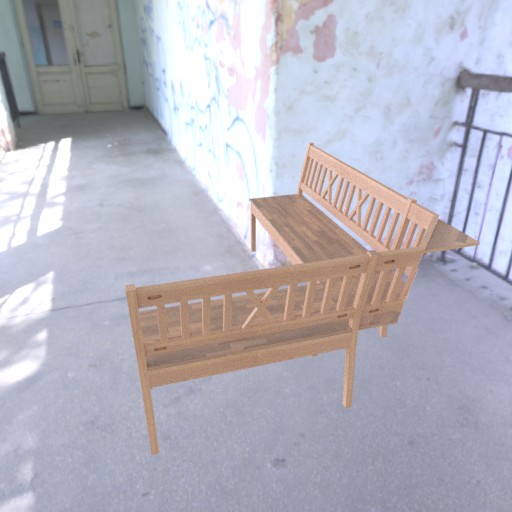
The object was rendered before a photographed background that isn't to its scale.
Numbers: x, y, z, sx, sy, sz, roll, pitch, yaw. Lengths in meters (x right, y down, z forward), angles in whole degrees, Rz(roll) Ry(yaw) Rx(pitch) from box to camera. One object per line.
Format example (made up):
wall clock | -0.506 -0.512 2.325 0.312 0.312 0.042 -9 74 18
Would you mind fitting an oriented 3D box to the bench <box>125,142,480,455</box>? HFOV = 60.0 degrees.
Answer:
bench | 0.000 0.000 2.782 1.537 0.902 1.937 -8 28 -15
